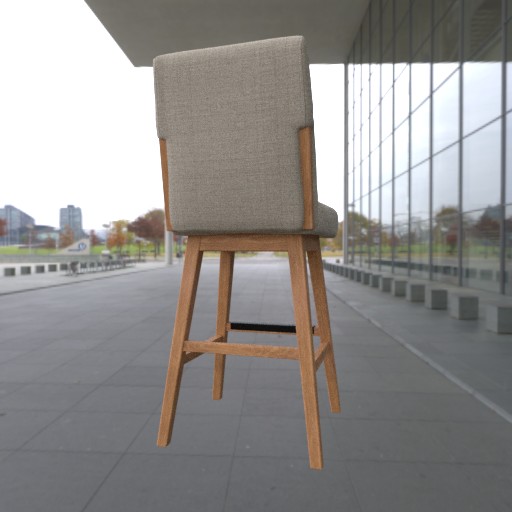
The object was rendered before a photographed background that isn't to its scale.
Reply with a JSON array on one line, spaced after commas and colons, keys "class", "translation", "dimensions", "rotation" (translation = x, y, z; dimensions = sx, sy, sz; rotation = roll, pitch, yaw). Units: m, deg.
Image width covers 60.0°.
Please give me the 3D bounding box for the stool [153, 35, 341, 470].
[{"class": "stool", "translation": [0.000, 0.000, 1.406], "dimensions": [0.483, 1.106, 0.569], "rotation": [0, 1, 17]}]
